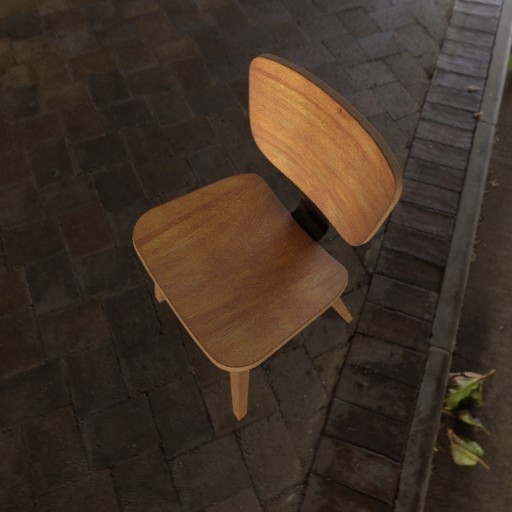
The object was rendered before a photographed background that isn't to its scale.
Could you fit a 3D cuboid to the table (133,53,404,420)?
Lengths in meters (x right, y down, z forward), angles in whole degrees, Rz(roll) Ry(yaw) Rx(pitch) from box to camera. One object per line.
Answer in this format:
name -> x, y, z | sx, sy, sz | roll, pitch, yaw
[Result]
table -> 0.000, 0.000, 1.137 | 0.500, 0.805, 0.499 | -33, 67, -16
